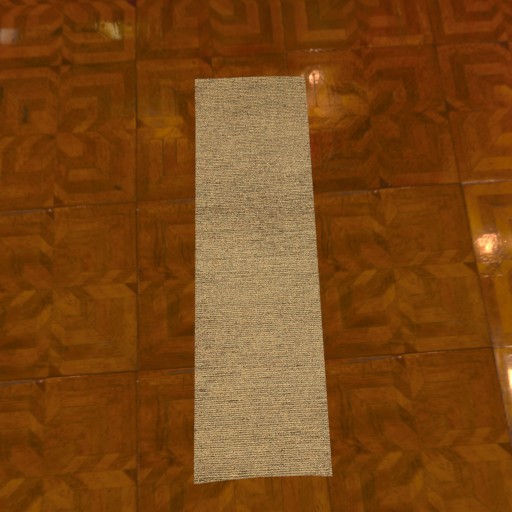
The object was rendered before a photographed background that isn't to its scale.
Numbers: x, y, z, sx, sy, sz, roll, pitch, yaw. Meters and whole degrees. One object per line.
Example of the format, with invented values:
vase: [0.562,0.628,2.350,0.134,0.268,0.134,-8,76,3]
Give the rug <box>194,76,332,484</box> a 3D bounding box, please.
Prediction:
rug: [0.000,0.000,2.511,0.697,0.013,2.335,-2,76,0]
